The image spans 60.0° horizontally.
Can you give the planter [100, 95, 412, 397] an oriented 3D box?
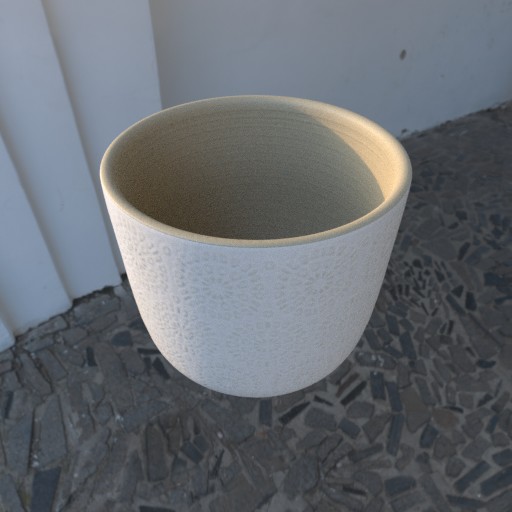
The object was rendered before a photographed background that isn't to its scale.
[{"bbox_3d":[0.000,0.000,0.365,0.208,0.190,0.208,0,41,0],"label":"planter"}]
